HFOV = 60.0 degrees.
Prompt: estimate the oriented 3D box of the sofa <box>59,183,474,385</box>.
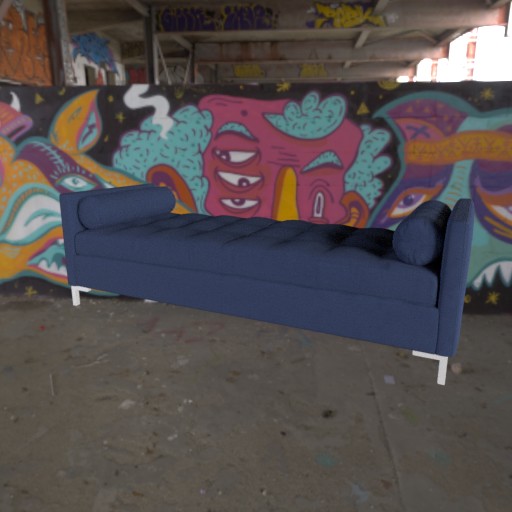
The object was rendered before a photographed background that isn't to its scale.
[{"bbox_3d":[0.000,0.000,2.430,2.102,0.657,0.797,7,16,25],"label":"sofa"}]
